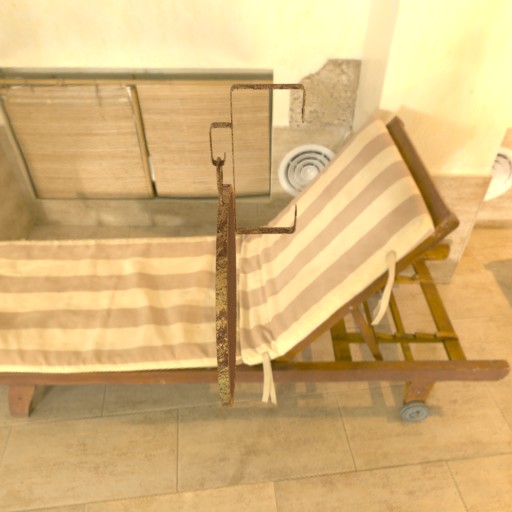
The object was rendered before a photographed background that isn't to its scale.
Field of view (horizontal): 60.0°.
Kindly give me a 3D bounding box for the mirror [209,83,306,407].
[{"bbox_3d":[0.000,0.000,0.854,0.144,0.651,0.447,-1,41,-1],"label":"mirror"}]
